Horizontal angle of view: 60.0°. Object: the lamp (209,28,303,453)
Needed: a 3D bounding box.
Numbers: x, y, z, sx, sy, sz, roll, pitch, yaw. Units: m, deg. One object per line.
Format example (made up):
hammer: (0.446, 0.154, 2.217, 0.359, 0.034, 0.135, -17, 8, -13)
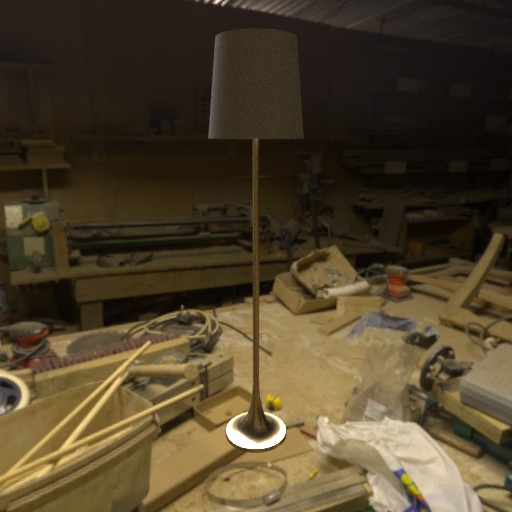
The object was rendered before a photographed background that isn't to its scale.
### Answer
lamp: (0.000, 0.000, 1.688, 0.337, 1.543, 0.337, 0, 14, 0)
